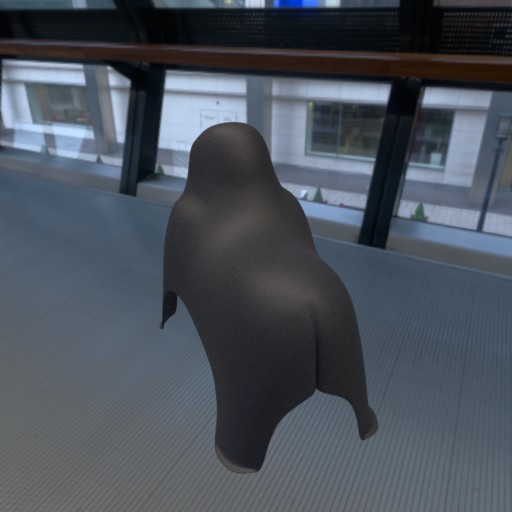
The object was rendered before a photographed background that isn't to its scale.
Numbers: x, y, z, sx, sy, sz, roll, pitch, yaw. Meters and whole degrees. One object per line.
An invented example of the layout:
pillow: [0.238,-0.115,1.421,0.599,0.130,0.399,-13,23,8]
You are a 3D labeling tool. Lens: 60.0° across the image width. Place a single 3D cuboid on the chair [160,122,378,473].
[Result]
chair: [0.000,0.000,1.130,0.490,0.600,0.758,-8,27,-17]
